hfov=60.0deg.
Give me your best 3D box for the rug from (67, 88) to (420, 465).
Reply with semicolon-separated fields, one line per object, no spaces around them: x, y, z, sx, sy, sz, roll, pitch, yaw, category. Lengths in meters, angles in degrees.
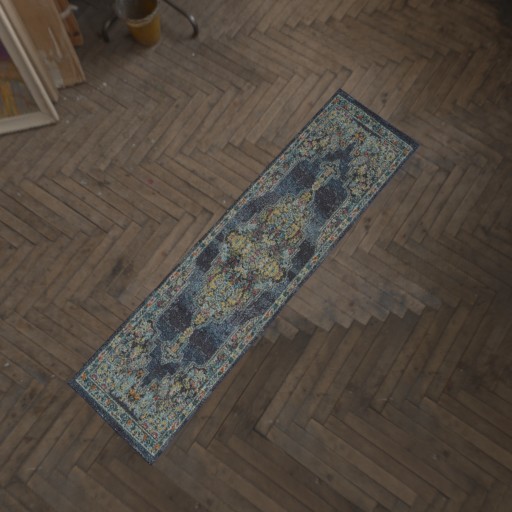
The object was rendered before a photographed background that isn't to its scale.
0.000;0.000;2.435;0.602;0.016;2.283;40;79;9;rug
